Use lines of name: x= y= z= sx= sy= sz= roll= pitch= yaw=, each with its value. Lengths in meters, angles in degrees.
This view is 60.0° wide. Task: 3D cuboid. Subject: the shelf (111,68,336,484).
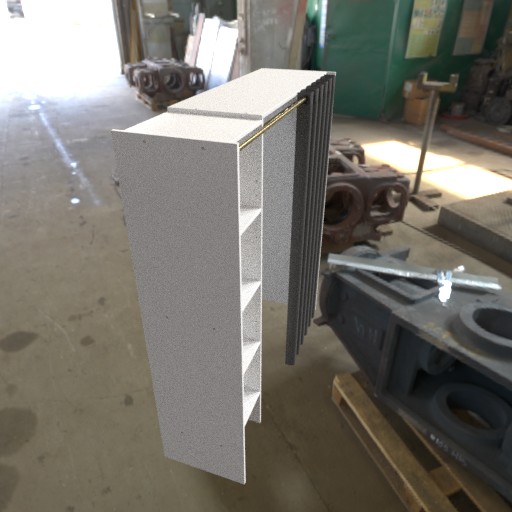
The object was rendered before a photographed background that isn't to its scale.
shelf: x=0.000 y=0.000 z=2.581 sx=0.500 sy=1.810 sz=1.600 roll=11 pitch=32 yaw=17
